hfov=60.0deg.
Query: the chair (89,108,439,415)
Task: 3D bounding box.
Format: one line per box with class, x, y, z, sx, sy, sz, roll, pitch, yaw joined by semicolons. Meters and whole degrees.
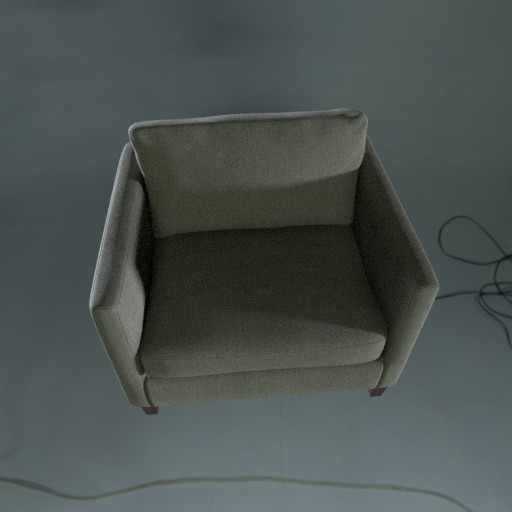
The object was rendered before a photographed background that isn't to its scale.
chair;0.000;0.000;1.831;1.107;0.963;0.959;-4;46;-3
